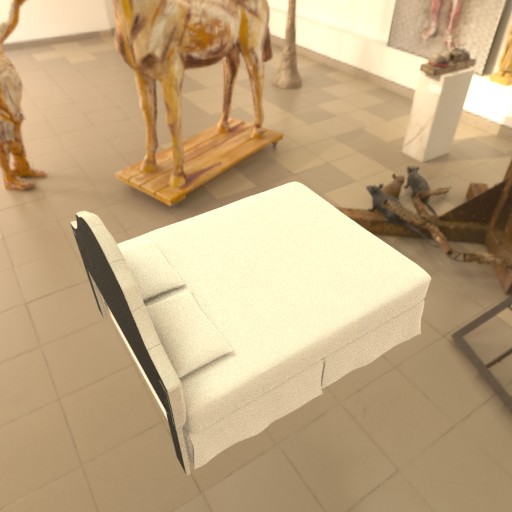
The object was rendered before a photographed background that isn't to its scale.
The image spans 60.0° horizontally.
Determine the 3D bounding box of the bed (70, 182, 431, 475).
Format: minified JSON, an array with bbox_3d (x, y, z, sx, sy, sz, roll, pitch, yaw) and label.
[{"bbox_3d":[0.000,0.000,3.804,2.477,1.617,2.039,-23,45,-25],"label":"bed"}]
